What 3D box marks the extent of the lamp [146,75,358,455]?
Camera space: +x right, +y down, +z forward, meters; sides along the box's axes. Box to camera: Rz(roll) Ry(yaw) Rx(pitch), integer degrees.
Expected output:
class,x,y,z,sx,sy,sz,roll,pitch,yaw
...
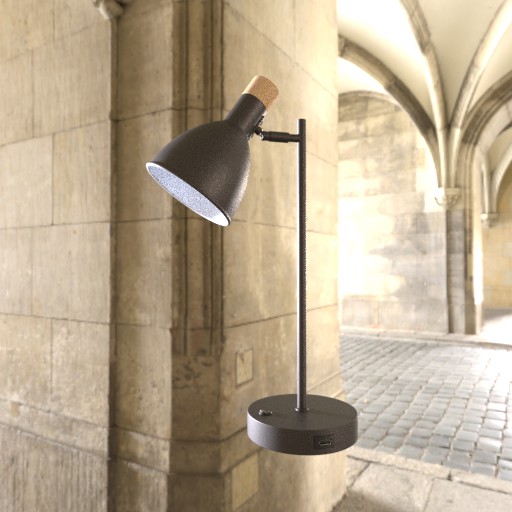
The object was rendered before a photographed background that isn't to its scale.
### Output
class,x,y,z,sx,sy,sz,roll,pitch,yaw
lamp,0.000,0.000,0.593,0.287,0.483,0.152,0,-1,-16
